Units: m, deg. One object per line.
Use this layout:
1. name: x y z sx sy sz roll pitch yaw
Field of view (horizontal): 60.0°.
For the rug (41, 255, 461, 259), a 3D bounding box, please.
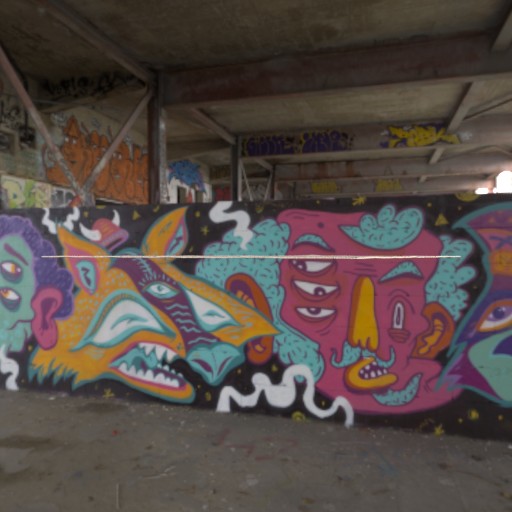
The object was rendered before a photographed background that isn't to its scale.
1. rug: 0.000 0.000 4.106 3.061 0.022 2.468 0 0 36
